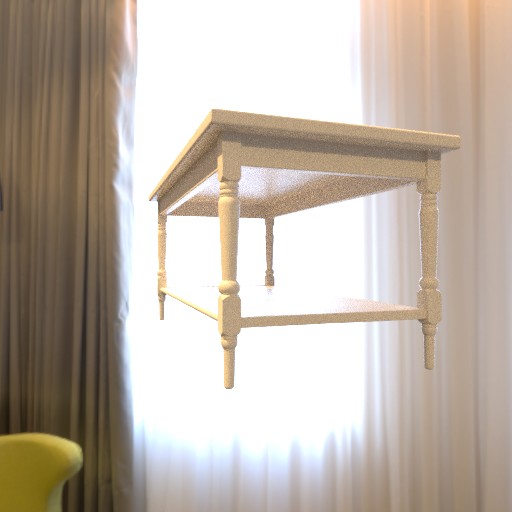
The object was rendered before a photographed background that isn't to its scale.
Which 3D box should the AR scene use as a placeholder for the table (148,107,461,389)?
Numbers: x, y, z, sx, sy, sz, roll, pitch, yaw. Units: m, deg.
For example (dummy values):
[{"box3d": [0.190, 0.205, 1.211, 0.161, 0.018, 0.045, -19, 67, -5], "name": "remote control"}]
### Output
[{"box3d": [0.000, 0.000, 1.383, 0.550, 0.510, 1.107, 0, -1, -19], "name": "table"}]
